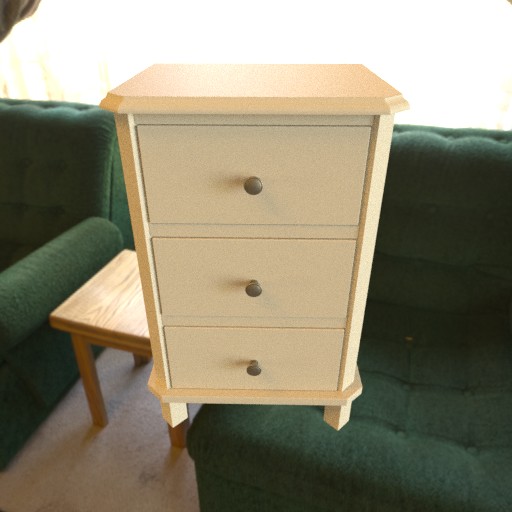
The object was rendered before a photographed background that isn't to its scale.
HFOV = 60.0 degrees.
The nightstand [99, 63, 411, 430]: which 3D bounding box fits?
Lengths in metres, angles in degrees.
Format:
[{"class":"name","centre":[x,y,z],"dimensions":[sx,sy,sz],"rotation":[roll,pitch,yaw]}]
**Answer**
[{"class":"nightstand","centre":[0.000,0.000,0.901],"dimensions":[0.435,0.681,0.351],"rotation":[1,31,1]}]
